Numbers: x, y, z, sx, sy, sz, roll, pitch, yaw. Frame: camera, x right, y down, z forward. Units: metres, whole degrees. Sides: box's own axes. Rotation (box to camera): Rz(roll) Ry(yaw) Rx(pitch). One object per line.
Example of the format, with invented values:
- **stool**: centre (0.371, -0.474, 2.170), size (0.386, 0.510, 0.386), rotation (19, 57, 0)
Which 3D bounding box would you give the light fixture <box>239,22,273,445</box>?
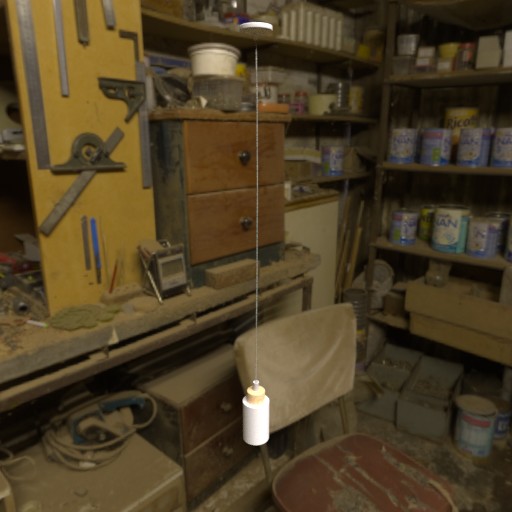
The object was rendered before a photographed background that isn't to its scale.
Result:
- **light fixture**: centre (0.000, 0.000, 1.907), size (0.125, 1.798, 0.125), rotation (14, 20, 42)
